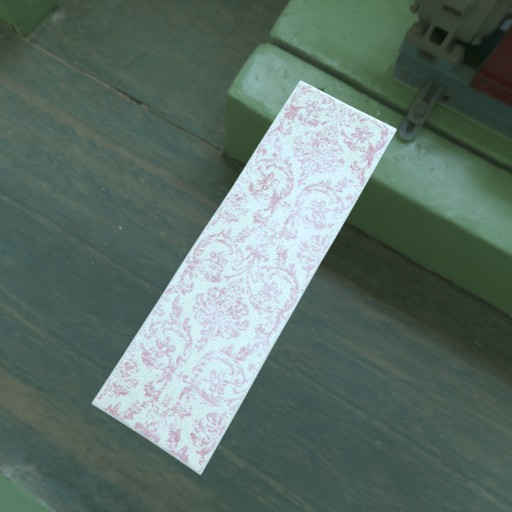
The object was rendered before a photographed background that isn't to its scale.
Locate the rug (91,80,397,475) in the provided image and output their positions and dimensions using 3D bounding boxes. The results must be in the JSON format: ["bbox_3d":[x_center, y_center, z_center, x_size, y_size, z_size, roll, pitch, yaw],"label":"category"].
[{"bbox_3d":[0.000,0.000,2.453,0.662,0.011,2.196,30,78,7],"label":"rug"}]
